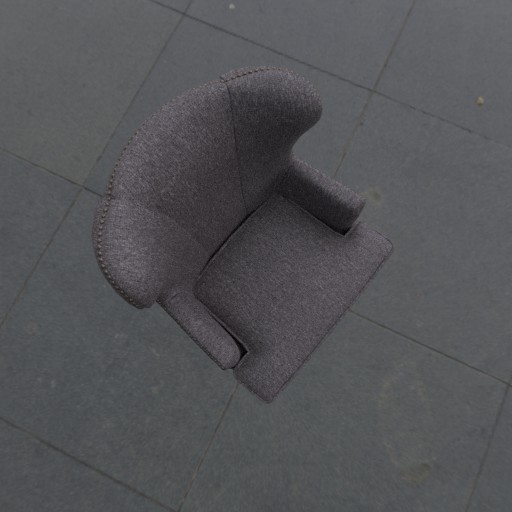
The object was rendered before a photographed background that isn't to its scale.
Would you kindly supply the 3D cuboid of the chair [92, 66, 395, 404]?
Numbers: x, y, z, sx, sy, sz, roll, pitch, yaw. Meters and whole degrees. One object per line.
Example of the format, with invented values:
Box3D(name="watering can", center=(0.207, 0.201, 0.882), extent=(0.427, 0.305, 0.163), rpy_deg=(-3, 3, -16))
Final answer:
Box3D(name="chair", center=(0.000, 0.000, 1.591), extent=(0.758, 1.060, 0.759), rpy_deg=(40, 80, 8))
